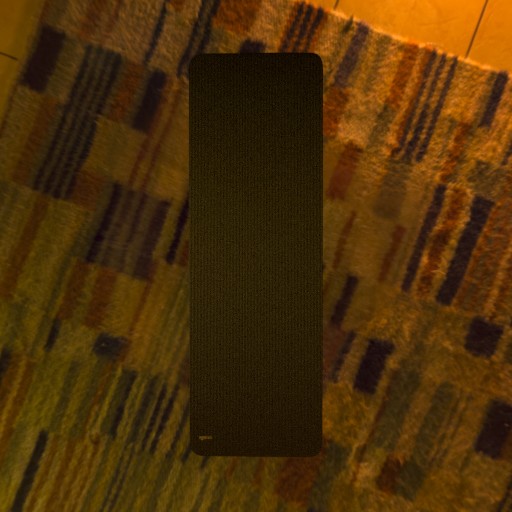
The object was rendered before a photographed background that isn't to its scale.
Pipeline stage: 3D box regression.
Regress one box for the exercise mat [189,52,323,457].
[{"bbox_3d":[0.000,0.000,2.048,0.616,0.021,1.869,0,91,0],"label":"exercise mat"}]
